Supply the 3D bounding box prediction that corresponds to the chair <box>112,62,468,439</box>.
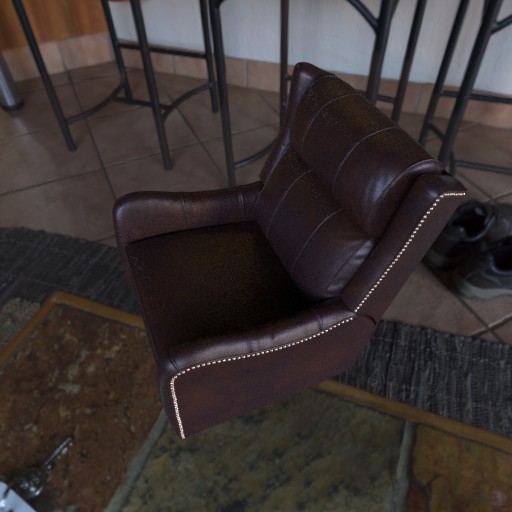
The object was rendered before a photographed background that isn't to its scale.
[{"bbox_3d":[0.000,0.000,1.750,1.008,1.084,0.869,-17,50,-15],"label":"chair"}]
